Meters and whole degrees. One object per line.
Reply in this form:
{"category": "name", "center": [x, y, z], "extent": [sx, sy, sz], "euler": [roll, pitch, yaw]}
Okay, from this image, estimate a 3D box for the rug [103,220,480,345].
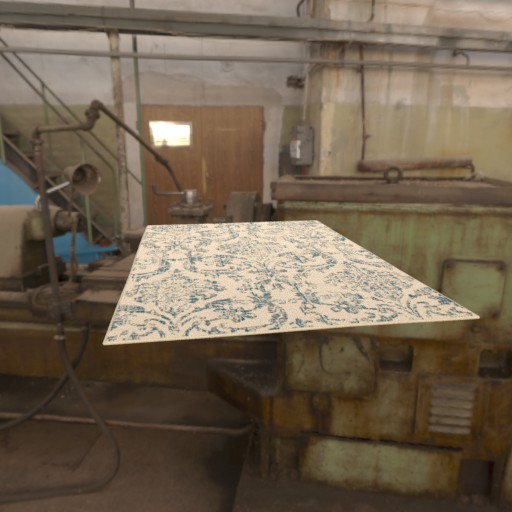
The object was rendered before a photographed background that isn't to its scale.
{"category": "rug", "center": [0.000, 0.000, 2.256], "extent": [1.213, 0.012, 1.831], "euler": [-2, 15, -9]}
